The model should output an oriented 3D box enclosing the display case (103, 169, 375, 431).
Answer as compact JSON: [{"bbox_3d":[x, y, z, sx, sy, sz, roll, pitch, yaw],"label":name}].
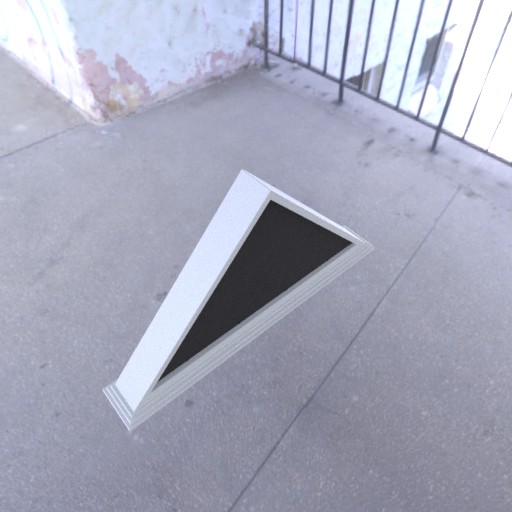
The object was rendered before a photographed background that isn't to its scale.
[{"bbox_3d":[0.000,0.000,0.781,0.640,0.340,0.095,-33,56,-26],"label":"display case"}]
